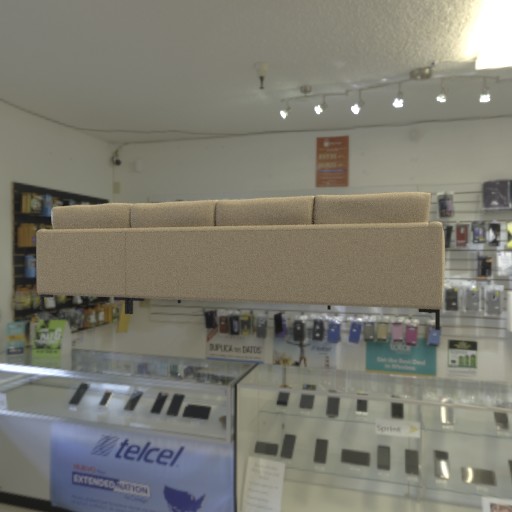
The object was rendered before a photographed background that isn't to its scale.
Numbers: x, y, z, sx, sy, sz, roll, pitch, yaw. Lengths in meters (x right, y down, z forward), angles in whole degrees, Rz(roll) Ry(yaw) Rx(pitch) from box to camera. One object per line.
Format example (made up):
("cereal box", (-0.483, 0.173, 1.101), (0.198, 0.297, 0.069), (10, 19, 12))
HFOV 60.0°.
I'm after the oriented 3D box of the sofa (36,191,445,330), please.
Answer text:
("sofa", (0.000, 0.000, 3.616), (2.737, 0.756, 1.879), (0, 1, 18))
